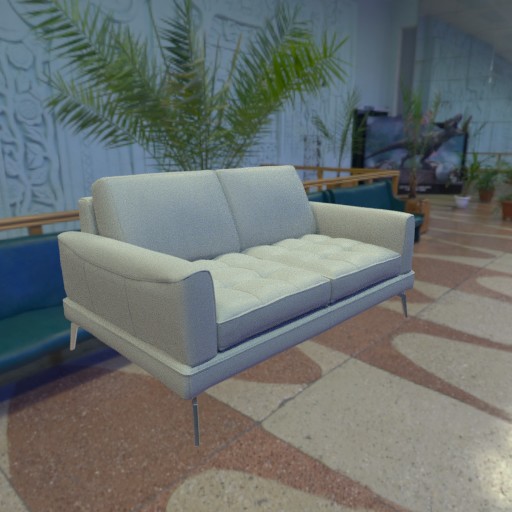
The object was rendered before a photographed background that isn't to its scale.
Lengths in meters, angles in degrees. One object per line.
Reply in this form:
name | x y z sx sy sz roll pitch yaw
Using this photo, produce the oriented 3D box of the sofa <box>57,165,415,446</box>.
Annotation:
sofa | 0.000 0.000 2.503 1.121 0.930 1.819 14 21 43
